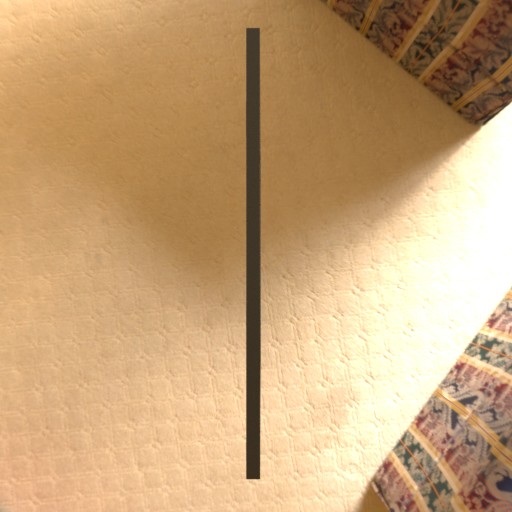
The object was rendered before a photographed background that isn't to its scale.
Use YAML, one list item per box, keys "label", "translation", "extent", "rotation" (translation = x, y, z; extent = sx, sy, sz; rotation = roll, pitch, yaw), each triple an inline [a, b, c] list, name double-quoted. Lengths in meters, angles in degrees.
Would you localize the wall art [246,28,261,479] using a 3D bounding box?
- label: "wall art"
  translation: [0.000, 0.000, 0.659]
  extent: [0.014, 0.445, 0.446]
  rotation: [0, 89, 1]
